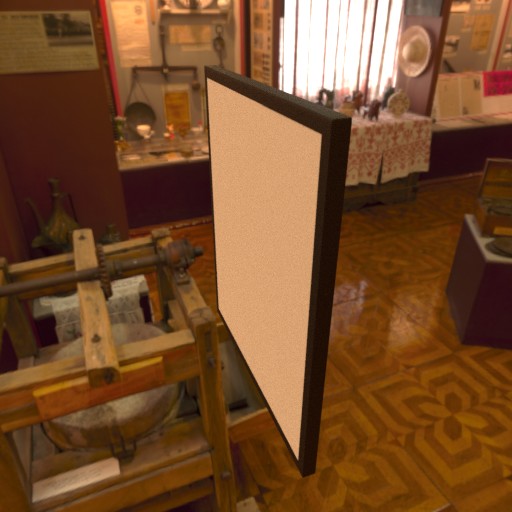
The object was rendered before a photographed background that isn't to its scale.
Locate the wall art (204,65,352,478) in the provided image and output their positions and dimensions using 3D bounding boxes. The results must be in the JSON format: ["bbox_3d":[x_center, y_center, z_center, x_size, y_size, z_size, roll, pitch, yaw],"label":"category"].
[{"bbox_3d":[0.000,0.000,0.695,0.021,0.509,0.430,-11,31,-18],"label":"wall art"}]
